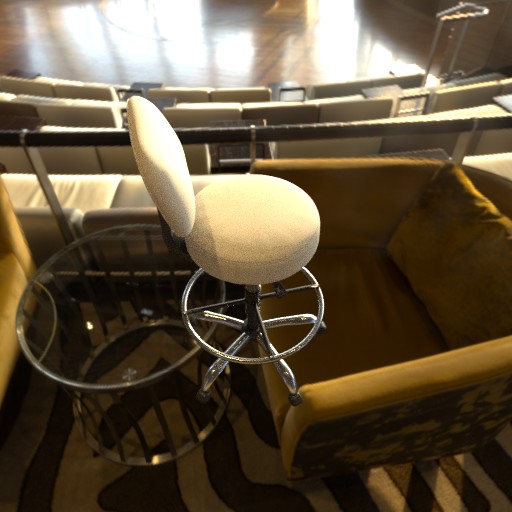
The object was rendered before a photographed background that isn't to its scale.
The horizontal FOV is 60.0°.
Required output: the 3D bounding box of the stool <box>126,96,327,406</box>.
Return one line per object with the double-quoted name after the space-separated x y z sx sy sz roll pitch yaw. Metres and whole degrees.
0.000 0.000 1.466 0.616 1.080 0.609 -11 47 -10 "stool"
